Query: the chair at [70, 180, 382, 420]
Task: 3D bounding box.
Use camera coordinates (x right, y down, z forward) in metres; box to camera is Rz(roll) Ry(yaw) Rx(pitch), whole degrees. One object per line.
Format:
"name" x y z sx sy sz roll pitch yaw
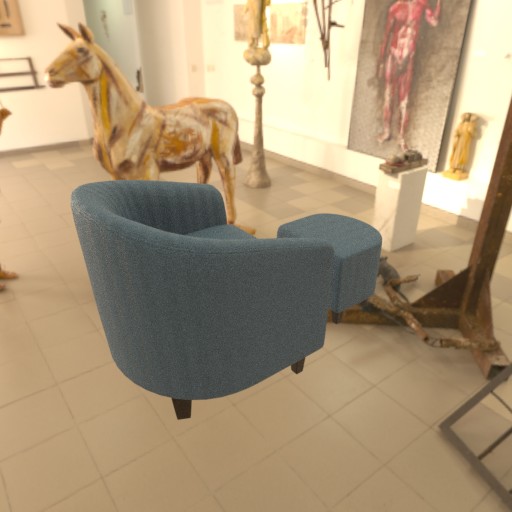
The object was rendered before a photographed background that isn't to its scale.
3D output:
"chair" 0.000 0.000 1.772 1.288 0.757 0.756 -20 34 -32
